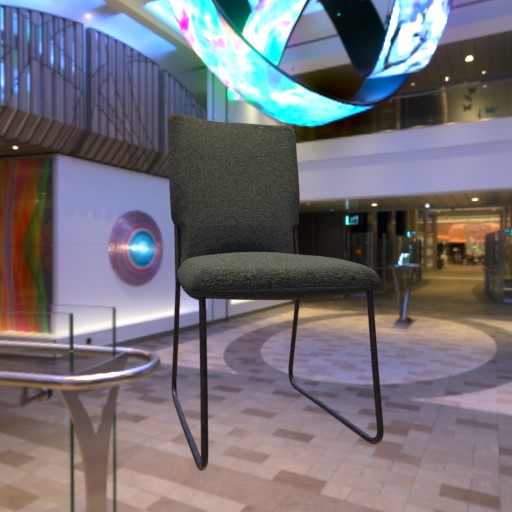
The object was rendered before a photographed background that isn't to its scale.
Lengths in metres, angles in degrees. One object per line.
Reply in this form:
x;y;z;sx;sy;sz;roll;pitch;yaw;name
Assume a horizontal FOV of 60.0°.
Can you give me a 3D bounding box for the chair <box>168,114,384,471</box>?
0.000;0.000;1.288;0.480;0.931;0.635;0;1;-18;chair
